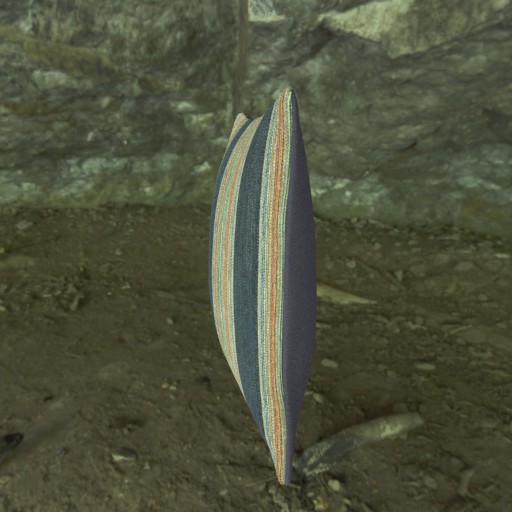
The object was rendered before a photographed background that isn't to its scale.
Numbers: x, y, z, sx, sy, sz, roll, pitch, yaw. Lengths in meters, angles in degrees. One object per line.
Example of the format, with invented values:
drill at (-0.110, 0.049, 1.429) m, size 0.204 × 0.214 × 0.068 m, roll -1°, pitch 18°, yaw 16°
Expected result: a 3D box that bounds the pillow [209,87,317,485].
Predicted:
pillow at (0.000, 0.000, 0.640) m, size 0.136 × 0.419 × 0.437 m, roll -2°, pitch 15°, yaw -8°
